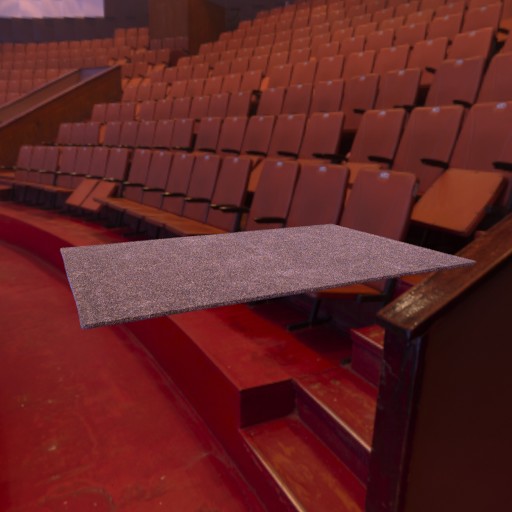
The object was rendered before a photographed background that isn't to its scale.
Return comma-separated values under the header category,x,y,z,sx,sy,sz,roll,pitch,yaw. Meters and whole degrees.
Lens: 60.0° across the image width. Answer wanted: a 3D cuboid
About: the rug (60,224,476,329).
category,x,y,z,sx,sy,sz,roll,pitch,yaw
rug,0.000,0.000,3.434,2.699,0.026,1.802,-7,15,-25
